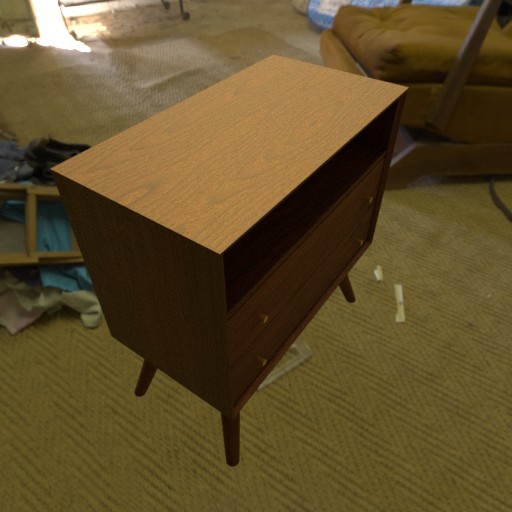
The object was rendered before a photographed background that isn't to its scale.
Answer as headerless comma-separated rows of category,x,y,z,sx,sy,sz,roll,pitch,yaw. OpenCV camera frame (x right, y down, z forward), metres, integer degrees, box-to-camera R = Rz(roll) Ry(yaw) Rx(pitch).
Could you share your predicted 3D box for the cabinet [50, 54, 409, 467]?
cabinet,0.000,0.000,1.165,0.388,0.748,0.712,26,49,25
